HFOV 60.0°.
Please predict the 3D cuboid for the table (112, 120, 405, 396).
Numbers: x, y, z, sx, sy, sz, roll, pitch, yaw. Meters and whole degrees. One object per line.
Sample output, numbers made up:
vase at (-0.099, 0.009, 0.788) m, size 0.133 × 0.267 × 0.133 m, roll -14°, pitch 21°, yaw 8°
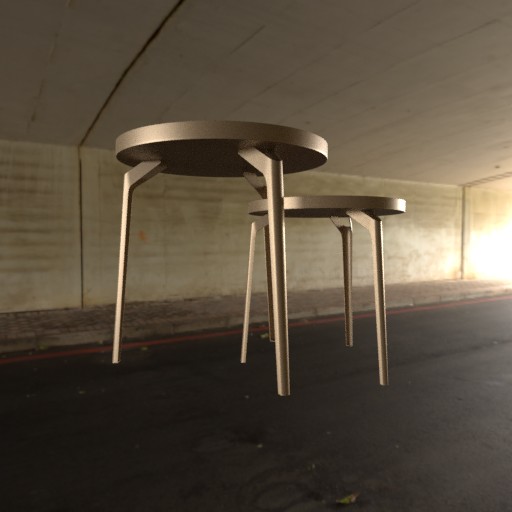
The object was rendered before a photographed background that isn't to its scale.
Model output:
table at (0.000, 0.000, 1.153) m, size 0.751 × 0.555 × 0.532 m, roll 0°, pitch 2°, yaw 0°
